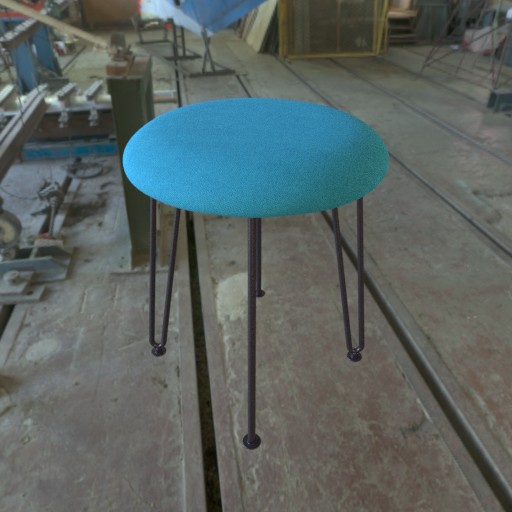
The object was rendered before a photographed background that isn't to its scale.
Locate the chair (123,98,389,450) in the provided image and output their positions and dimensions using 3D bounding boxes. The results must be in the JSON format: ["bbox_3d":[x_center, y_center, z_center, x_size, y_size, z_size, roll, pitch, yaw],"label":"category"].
[{"bbox_3d":[0.000,0.000,0.695,0.350,0.430,0.350,21,39,29],"label":"chair"}]
